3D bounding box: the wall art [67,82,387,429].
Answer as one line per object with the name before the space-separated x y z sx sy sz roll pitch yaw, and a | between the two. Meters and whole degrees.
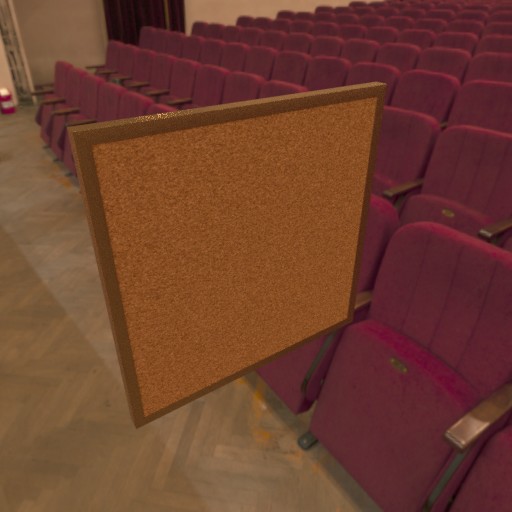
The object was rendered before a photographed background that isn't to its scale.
wall art | 0.000 0.000 1.137 0.767 0.765 0.036 -19 36 -29
